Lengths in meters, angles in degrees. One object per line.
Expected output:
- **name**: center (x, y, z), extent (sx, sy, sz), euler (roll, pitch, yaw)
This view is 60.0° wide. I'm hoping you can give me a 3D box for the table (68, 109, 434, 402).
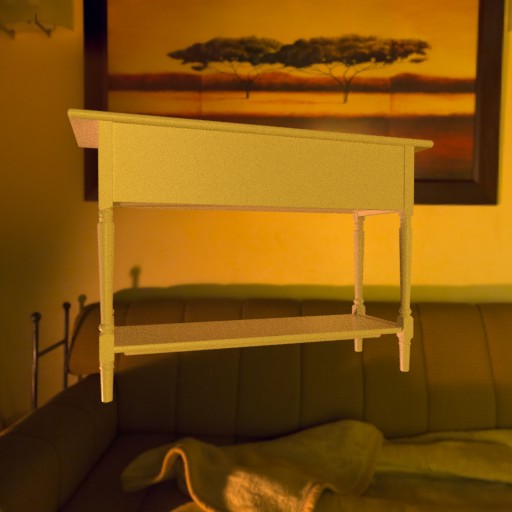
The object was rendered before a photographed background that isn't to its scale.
- **table**: center (0.000, 0.000, 1.567), extent (1.191, 0.814, 0.386), euler (0, 1, -18)
